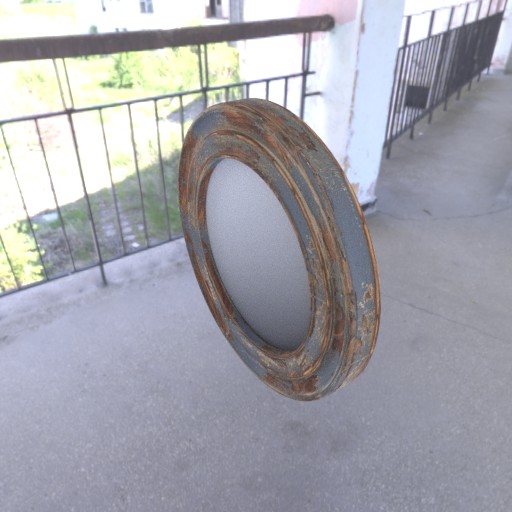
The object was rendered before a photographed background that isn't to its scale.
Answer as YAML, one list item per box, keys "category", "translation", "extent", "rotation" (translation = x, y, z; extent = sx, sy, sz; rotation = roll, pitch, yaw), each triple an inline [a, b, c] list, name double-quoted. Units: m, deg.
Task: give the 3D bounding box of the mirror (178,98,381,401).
- category: "mirror"
  translation: [0.000, 0.000, 0.875]
  extent: [0.061, 0.585, 0.585]
  rotation: [-20, 38, -28]
